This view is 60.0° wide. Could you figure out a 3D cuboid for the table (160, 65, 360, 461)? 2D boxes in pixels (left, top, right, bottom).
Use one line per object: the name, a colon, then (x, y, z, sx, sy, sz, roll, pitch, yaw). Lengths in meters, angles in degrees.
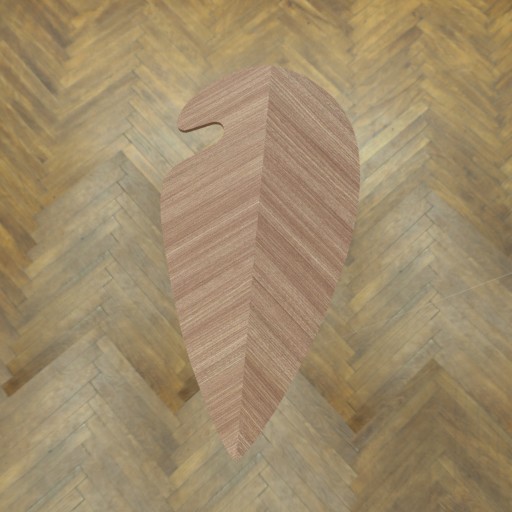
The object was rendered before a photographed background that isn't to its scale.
table: (0.000, 0.000, 1.477, 0.598, 0.360, 1.199, 5, 76, 1)
